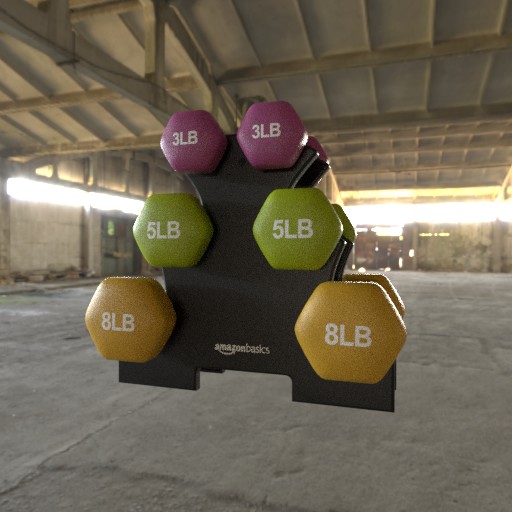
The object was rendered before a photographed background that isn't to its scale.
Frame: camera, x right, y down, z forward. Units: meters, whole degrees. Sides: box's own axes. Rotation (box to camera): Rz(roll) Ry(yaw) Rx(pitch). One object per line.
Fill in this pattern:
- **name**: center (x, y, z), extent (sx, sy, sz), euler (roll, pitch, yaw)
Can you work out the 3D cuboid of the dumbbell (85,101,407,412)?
- **dumbbell**: center (0.000, 0.000, 0.465), extent (0.300, 0.271, 0.190), euler (0, 0, 19)
